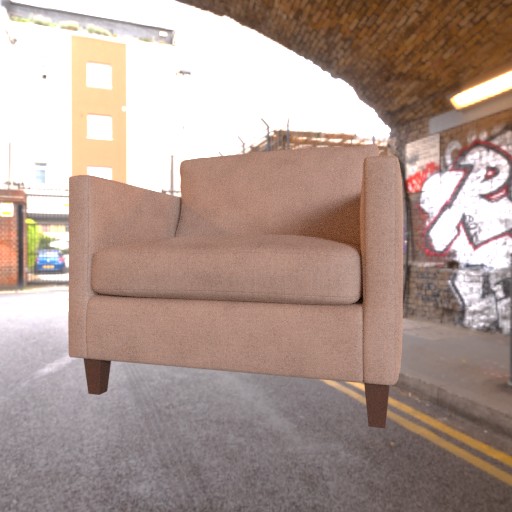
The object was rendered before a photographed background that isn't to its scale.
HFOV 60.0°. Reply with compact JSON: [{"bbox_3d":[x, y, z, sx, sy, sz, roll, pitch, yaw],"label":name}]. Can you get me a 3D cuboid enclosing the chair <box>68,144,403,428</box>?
[{"bbox_3d":[0.000,0.000,1.801,1.133,0.961,0.959,0,0,18],"label":"chair"}]
